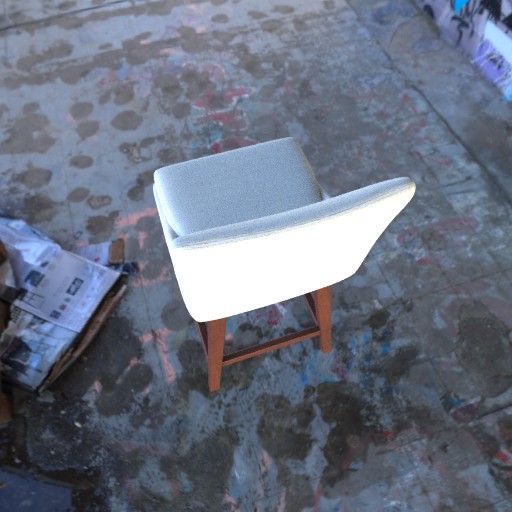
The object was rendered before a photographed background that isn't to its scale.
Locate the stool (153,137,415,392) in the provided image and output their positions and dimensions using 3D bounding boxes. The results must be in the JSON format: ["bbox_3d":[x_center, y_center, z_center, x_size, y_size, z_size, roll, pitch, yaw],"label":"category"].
[{"bbox_3d":[0.000,0.000,1.286,0.469,0.991,0.559,-16,59,-10],"label":"stool"}]
